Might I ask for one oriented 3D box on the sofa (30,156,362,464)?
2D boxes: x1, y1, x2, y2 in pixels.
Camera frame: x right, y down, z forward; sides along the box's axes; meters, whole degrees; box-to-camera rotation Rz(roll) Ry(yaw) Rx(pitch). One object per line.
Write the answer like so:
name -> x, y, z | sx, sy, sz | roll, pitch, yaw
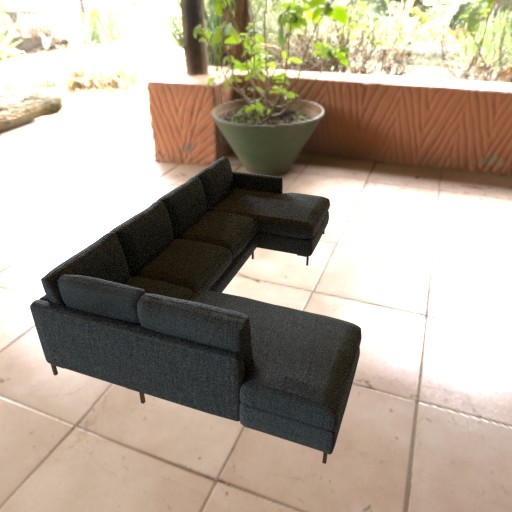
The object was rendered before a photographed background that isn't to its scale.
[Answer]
sofa -> 0.000, 0.000, 3.507 | 1.879, 0.753, 2.737 | 10, 31, 18
